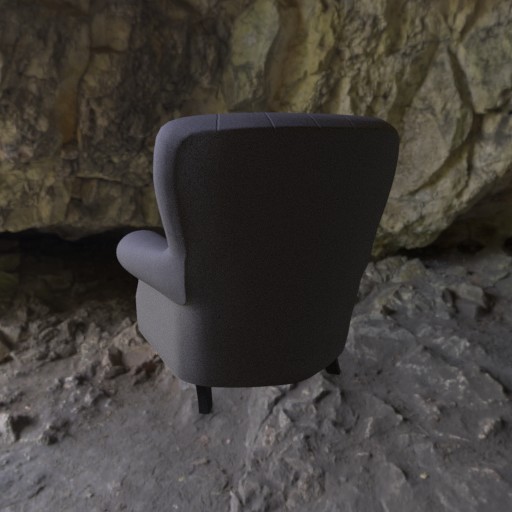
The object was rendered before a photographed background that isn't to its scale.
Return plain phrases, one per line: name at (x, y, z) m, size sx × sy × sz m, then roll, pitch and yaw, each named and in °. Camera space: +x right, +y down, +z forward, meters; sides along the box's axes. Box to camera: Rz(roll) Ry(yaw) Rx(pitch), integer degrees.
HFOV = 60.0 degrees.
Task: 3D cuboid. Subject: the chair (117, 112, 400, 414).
chair at (0.000, 0.000, 1.792) m, size 0.983 × 1.046 × 0.983 m, roll -7°, pitch 16°, yaw -27°
